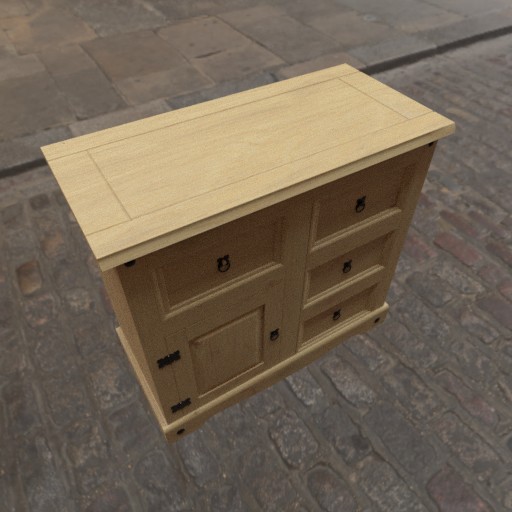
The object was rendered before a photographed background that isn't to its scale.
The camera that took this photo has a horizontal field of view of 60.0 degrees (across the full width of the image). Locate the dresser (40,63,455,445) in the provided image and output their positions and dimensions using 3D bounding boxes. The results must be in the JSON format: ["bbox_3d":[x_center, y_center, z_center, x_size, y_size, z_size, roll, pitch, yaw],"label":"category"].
[{"bbox_3d":[0.000,0.000,1.369,0.915,0.835,0.440,-24,50,-22],"label":"dresser"}]
